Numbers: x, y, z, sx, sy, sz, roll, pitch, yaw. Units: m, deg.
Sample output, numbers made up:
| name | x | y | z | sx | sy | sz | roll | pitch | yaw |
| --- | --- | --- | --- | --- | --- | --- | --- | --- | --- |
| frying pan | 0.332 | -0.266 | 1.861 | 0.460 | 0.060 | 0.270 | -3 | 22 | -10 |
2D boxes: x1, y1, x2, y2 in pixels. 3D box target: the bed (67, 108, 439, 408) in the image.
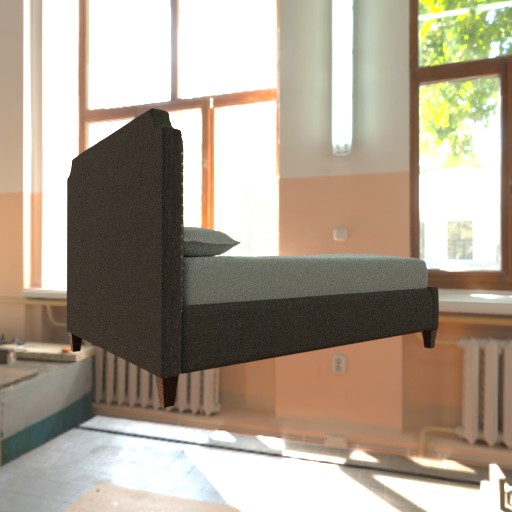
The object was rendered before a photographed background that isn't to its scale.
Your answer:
| name | x | y | z | sx | sy | sz | roll | pitch | yaw |
| --- | --- | --- | --- | --- | --- | --- | --- | --- | --- |
| bed | 0.000 | 0.000 | 3.461 | 2.381 | 1.457 | 1.713 | 0 | 0 | -37 |
